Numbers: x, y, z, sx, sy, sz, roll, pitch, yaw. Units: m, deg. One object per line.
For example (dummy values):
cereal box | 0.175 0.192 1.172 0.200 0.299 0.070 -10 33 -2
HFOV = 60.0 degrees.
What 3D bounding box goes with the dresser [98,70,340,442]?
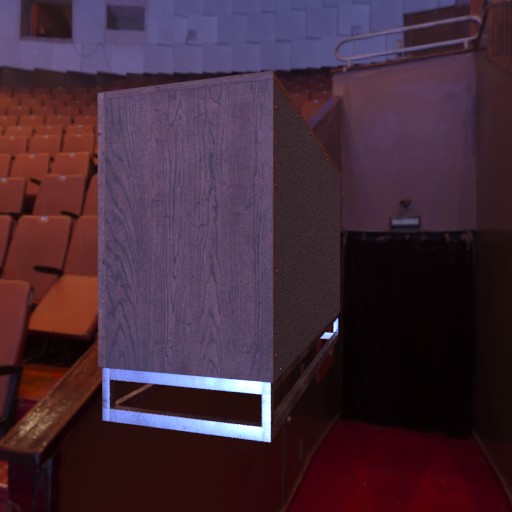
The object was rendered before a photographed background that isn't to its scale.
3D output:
dresser | 0.000 0.000 2.137 0.623 1.061 1.646 0 0 17
